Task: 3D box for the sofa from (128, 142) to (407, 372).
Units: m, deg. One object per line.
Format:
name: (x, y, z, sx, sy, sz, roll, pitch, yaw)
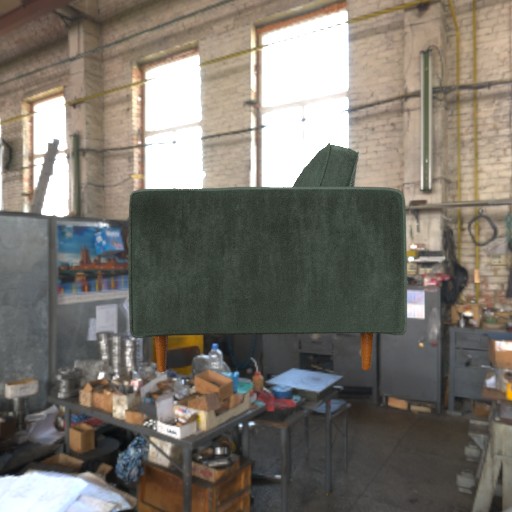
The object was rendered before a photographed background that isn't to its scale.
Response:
sofa: (0.000, 0.000, 2.248, 0.886, 0.781, 1.816, 0, 0, -2)
